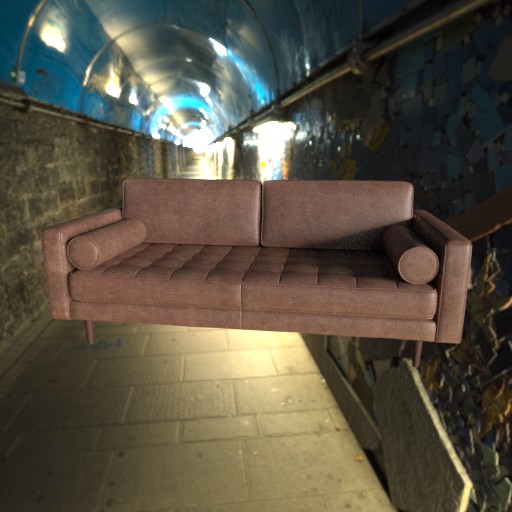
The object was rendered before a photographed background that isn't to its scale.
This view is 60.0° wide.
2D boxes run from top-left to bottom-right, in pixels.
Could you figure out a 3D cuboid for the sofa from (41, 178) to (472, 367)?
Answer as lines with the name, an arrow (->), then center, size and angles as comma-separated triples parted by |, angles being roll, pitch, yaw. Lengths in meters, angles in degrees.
sofa -> 0.000, 0.000, 2.316 | 1.870, 0.760, 0.910 | 2, 14, 8
